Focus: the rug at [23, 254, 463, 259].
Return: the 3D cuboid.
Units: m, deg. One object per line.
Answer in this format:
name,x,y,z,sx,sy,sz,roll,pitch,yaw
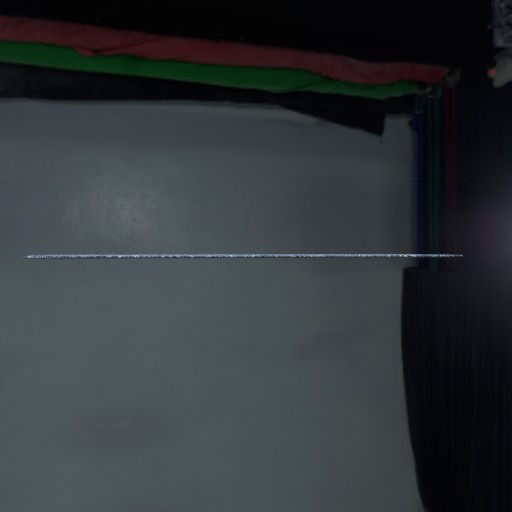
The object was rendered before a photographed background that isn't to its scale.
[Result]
rug,0.000,0.000,2.558,2.306,0.013,0.719,0,1,-17
